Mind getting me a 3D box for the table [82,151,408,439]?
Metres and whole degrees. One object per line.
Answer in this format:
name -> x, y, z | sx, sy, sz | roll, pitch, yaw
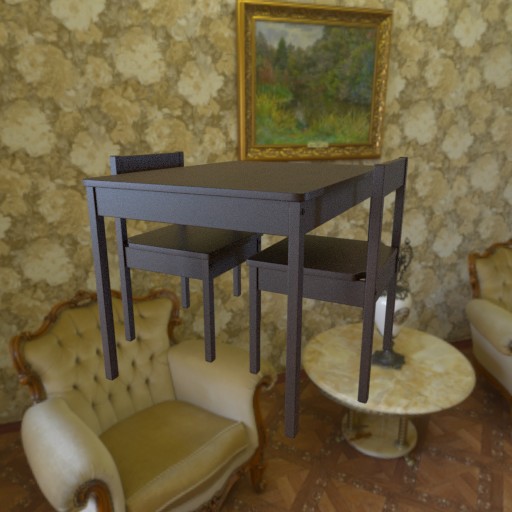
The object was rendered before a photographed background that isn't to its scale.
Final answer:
table -> 0.000, 0.000, 1.144 | 0.672, 0.503, 0.650 | 8, 17, 26
